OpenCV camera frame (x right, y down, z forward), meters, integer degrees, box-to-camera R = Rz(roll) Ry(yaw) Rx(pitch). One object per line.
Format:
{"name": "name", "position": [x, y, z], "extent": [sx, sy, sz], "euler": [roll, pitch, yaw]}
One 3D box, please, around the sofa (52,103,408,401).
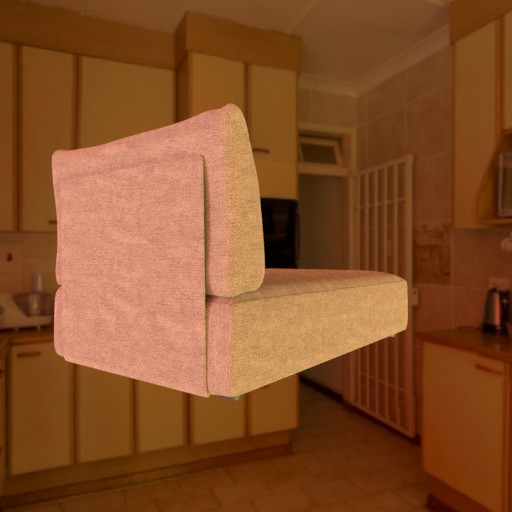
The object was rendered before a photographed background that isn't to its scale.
{"name": "sofa", "position": [0.000, 0.000, 1.997], "extent": [0.930, 0.820, 1.450], "euler": [0, 0, 37]}
